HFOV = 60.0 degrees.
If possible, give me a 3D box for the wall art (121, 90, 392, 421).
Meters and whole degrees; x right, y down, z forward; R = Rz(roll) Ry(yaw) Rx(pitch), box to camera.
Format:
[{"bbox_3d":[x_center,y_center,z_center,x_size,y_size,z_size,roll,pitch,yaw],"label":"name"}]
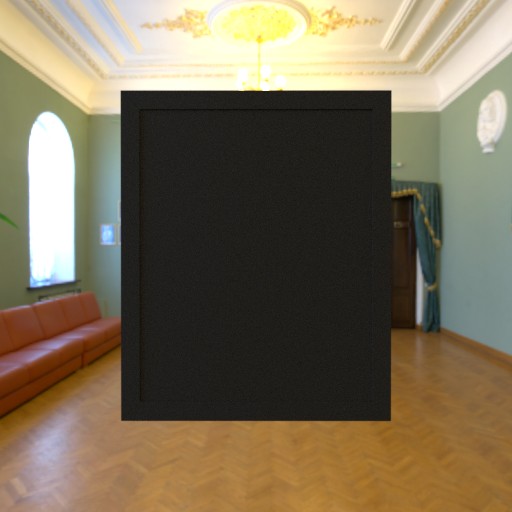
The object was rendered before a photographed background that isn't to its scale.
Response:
[{"bbox_3d":[0.000,0.000,0.765,0.457,0.559,0.033,0,0,0],"label":"wall art"}]
